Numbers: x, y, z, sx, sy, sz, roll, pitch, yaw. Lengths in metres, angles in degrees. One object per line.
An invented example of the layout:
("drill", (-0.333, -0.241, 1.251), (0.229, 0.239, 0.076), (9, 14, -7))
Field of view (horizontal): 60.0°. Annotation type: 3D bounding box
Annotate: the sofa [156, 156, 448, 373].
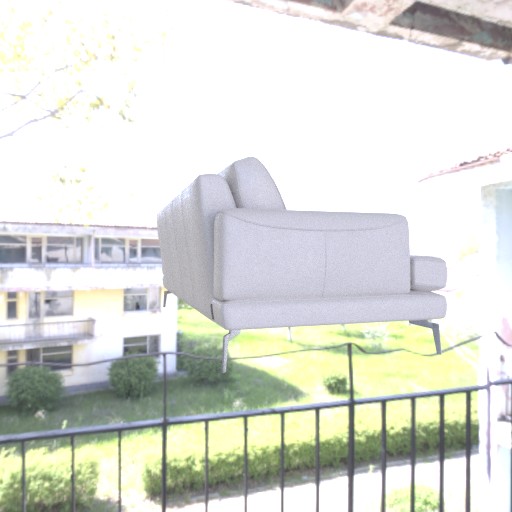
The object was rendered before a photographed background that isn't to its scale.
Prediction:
("sofa", (0.000, 0.000, 2.492), (0.974, 0.765, 1.940), (0, 0, -18))
